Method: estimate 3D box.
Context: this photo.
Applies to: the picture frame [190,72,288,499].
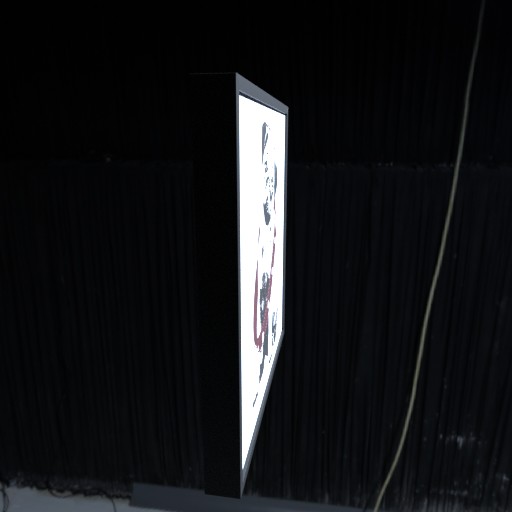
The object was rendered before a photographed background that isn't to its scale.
[{"bbox_3d":[0.000,0.000,0.466,0.030,0.317,0.317,3,15,9],"label":"picture frame"}]
